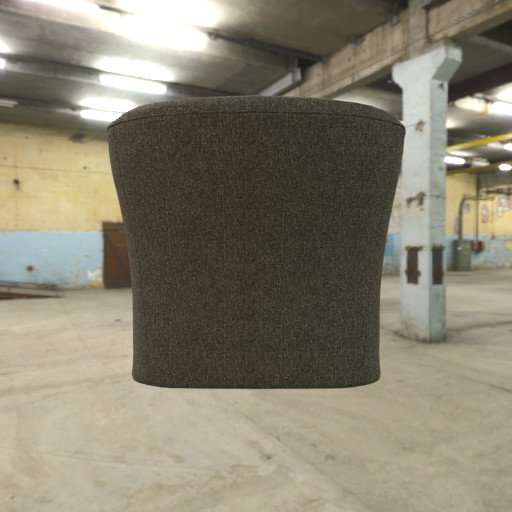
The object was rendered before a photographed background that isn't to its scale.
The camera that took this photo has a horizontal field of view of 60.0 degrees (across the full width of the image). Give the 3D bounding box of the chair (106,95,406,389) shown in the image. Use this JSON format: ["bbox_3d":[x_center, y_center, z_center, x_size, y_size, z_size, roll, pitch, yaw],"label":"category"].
[{"bbox_3d":[0.000,0.000,1.589,0.864,0.856,0.923,0,1,0],"label":"chair"}]
